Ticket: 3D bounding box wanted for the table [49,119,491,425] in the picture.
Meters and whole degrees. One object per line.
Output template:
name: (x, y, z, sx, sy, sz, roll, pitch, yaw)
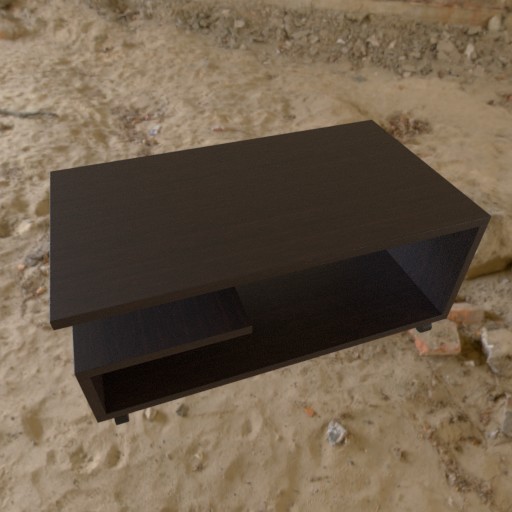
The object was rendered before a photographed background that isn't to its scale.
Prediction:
table: (0.000, 0.000, 1.346, 1.050, 0.460, 0.590, -13, 43, -14)
